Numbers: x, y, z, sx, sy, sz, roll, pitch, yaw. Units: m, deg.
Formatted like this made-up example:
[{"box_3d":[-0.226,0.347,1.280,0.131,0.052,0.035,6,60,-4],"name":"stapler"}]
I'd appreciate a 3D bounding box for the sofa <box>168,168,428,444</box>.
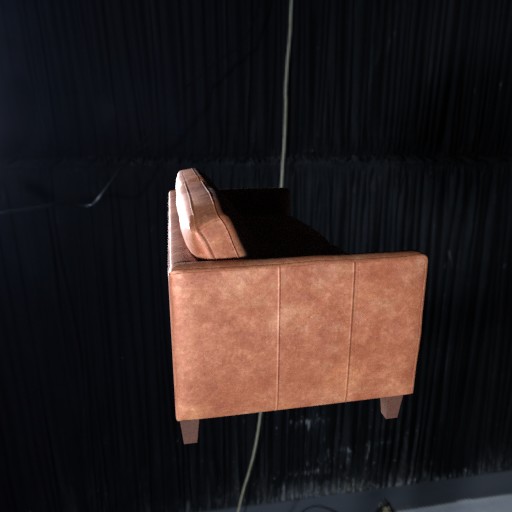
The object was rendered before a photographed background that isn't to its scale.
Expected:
[{"box_3d":[0.000,0.000,2.434,0.923,0.863,1.971,-3,16,-10],"name":"sofa"}]
